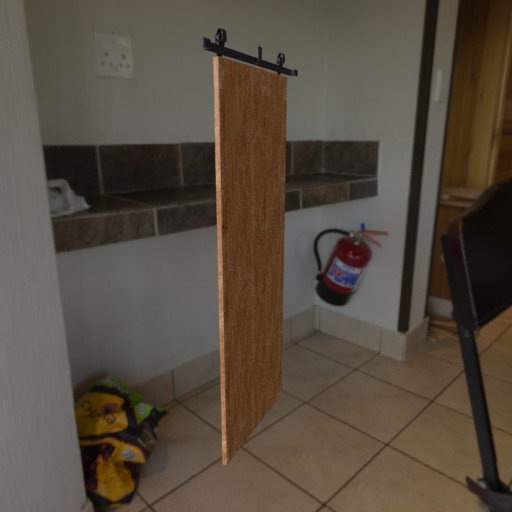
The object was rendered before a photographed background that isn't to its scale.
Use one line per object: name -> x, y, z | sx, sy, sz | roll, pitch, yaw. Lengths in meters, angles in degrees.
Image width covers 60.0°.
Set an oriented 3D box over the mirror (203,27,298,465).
mirror -> 0.000, 0.000, 2.030 | 0.042, 1.793, 0.847 | 7, 17, 25
